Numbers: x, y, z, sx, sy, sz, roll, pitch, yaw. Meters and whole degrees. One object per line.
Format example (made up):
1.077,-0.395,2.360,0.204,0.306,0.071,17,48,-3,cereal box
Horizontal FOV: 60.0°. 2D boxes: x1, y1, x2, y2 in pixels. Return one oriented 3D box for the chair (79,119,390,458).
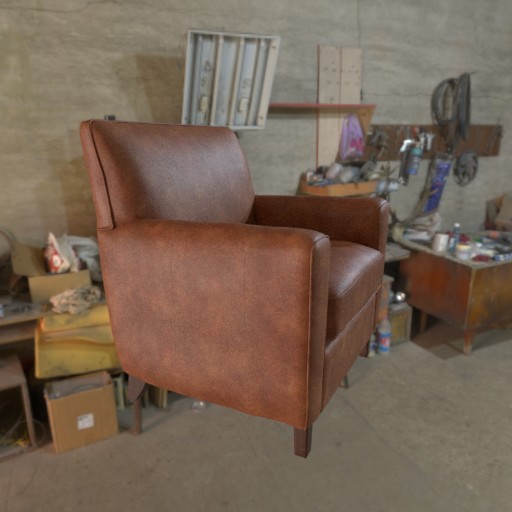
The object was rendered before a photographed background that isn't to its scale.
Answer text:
0.000,0.000,1.620,0.823,0.943,0.870,8,16,27,chair
